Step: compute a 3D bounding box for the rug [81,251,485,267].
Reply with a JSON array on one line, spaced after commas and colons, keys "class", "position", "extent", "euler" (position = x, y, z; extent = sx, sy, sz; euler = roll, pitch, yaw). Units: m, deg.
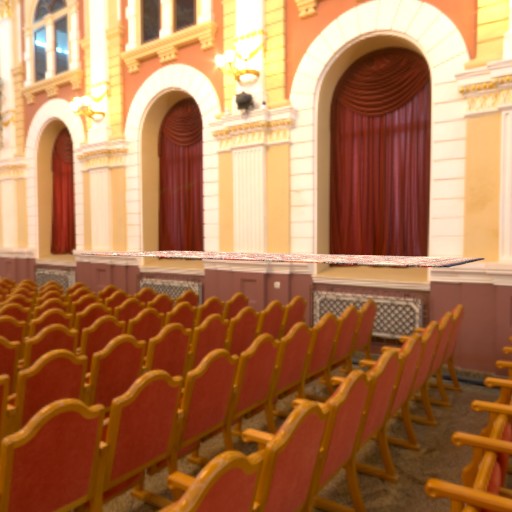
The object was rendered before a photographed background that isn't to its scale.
[{"class": "rug", "position": [0.000, 0.000, 2.674], "extent": [2.362, 0.008, 0.832], "euler": [2, 3, 36]}]
